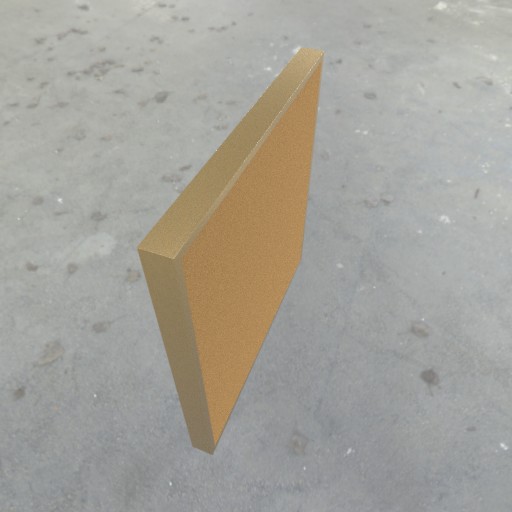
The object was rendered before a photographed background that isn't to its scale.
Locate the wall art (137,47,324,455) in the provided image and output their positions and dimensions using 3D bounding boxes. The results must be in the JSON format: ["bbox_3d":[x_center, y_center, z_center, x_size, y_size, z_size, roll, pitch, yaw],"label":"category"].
[{"bbox_3d":[0.000,0.000,0.764,0.040,0.509,0.509,16,49,15],"label":"wall art"}]
